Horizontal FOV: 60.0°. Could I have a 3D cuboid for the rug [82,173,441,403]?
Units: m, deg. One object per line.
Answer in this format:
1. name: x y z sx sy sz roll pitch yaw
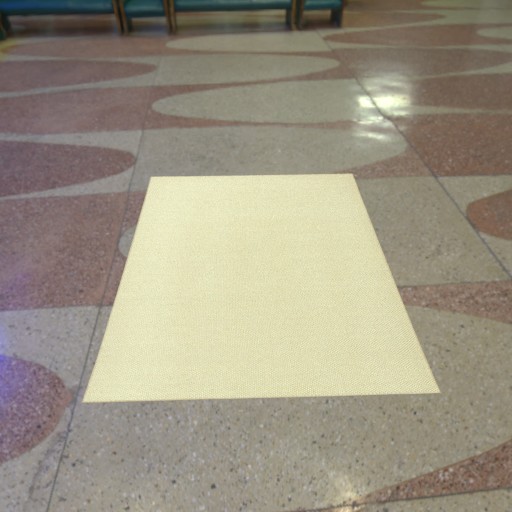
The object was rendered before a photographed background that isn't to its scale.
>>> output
1. rug: 0.000 0.000 4.197 2.462 0.018 3.039 -1 40 -1
